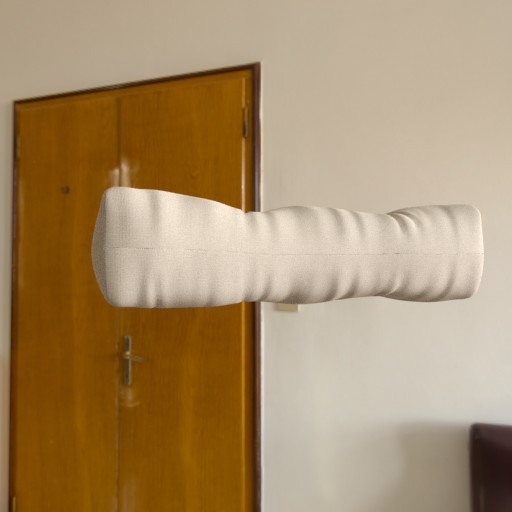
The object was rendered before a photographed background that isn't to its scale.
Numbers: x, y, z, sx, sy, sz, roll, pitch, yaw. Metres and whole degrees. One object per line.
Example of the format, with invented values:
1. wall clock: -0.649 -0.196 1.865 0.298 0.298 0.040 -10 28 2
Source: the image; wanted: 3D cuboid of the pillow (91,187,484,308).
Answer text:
1. pillow: 0.000 0.000 0.707 0.468 0.128 0.490 0 -2 -17
